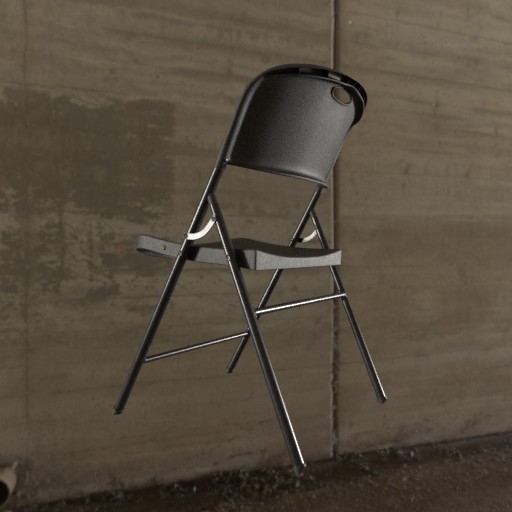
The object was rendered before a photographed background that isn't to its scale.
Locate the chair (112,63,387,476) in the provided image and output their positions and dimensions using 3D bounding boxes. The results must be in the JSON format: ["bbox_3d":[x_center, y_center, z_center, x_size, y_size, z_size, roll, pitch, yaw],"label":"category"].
[{"bbox_3d":[0.000,0.000,1.169,0.566,0.810,0.494,1,1,35],"label":"chair"}]
